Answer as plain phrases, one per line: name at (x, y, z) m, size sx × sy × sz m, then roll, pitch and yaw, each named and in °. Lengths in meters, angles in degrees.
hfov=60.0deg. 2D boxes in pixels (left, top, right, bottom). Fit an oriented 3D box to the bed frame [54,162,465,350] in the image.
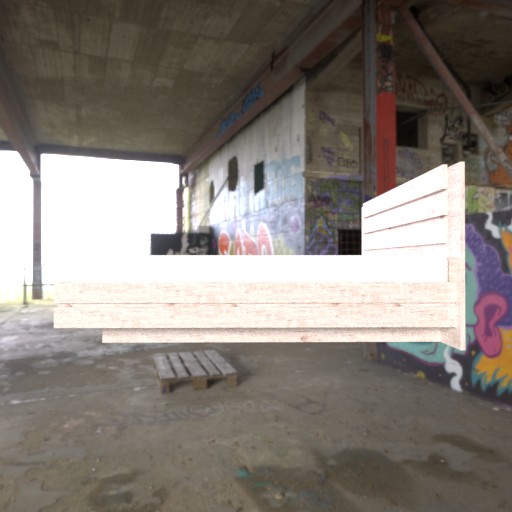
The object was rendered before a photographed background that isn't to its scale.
bed frame at (0.000, 0.000, 3.196) m, size 2.080 × 0.970 × 1.950 m, roll 0°, pitch -1°, yaw -1°
